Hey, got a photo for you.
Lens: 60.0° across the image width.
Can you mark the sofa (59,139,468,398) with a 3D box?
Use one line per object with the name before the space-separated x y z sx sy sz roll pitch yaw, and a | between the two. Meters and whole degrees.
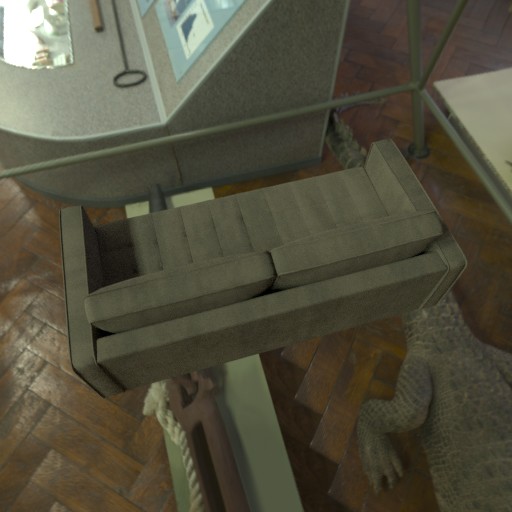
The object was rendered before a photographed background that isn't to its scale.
sofa | 0.000 0.000 2.403 1.920 0.825 0.924 -14 59 -8
